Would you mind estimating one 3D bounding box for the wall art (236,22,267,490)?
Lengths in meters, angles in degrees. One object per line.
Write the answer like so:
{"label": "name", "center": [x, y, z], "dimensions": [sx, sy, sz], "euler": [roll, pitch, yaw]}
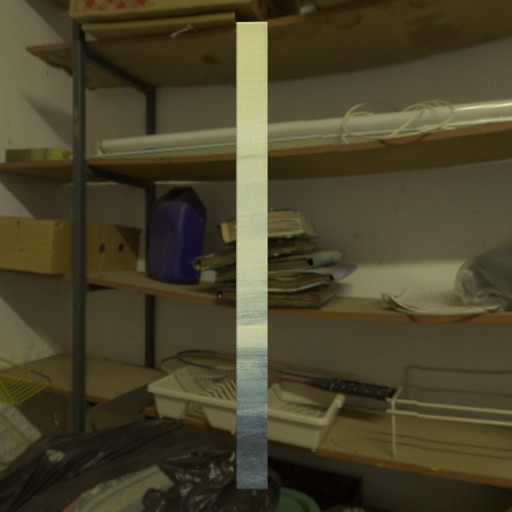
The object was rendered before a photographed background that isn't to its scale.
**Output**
{"label": "wall art", "center": [0.000, 0.000, 0.821], "dimensions": [0.040, 0.608, 0.489], "euler": [0, 0, 1]}
